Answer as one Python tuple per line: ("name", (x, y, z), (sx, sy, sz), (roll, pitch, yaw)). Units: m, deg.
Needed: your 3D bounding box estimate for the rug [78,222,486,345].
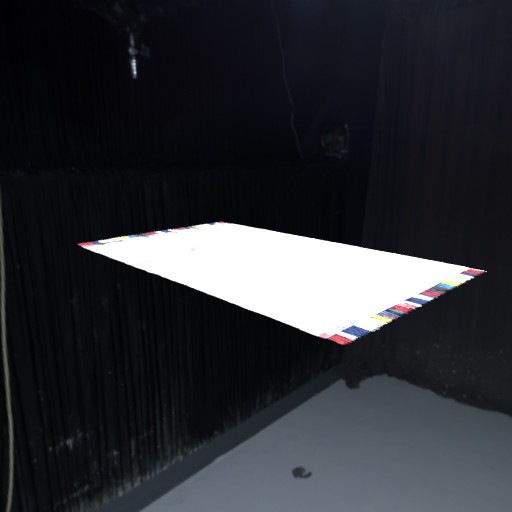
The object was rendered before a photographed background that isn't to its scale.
("rug", (0.000, 0.000, 2.996), (1.465, 0.012, 2.465), (-13, 19, -43))
